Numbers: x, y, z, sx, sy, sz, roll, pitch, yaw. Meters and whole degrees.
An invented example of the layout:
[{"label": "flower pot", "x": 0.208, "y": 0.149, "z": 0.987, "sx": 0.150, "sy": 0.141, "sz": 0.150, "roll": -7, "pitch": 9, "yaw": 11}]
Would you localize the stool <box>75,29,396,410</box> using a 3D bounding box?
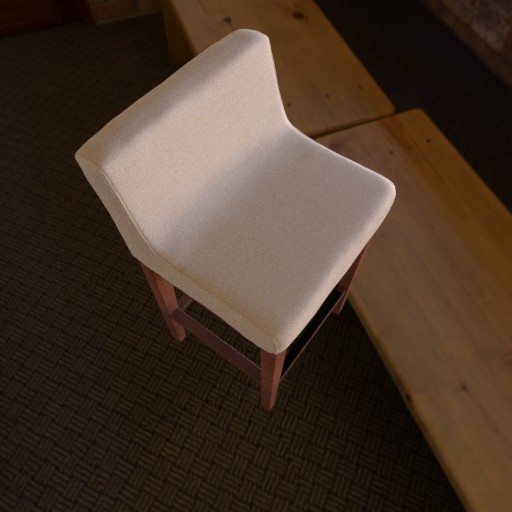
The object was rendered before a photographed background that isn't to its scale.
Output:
[{"label": "stool", "x": 0.000, "y": 0.000, "z": 1.226, "sx": 0.500, "sy": 0.937, "sz": 0.511, "roll": 33, "pitch": 64, "yaw": 18}]
